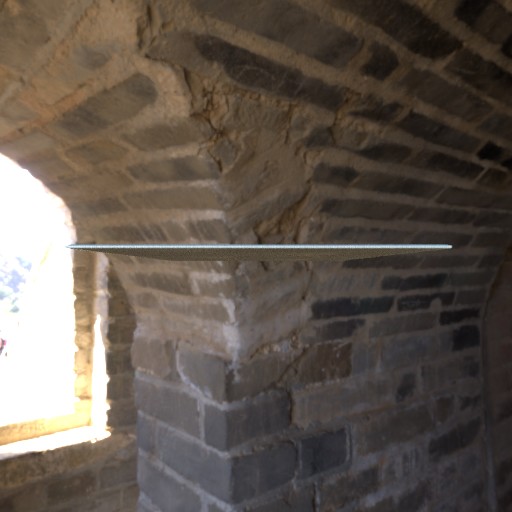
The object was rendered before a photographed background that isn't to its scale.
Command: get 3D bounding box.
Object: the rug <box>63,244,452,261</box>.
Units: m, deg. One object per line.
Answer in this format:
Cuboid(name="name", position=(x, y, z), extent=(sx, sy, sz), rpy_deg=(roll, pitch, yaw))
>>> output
Cuboid(name="rug", position=(0.000, 0.000, 3.436), extent=(1.819, 0.018, 2.746), rpy_deg=(0, -2, 0))
